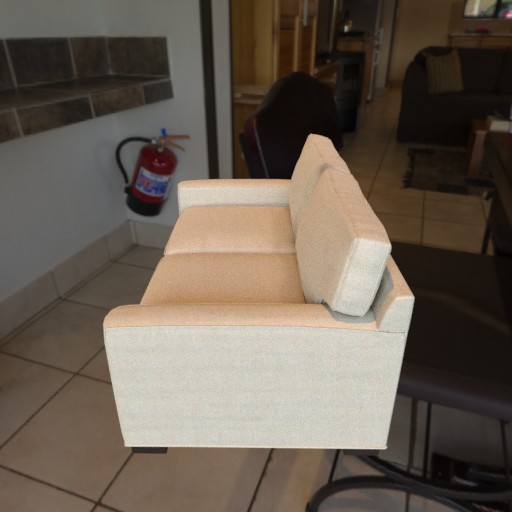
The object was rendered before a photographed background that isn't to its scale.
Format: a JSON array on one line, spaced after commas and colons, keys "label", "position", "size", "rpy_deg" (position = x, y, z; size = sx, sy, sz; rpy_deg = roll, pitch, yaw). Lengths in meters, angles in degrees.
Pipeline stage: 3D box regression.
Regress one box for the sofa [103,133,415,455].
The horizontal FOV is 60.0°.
[{"label": "sofa", "position": [0.000, 0.000, 2.044], "size": [0.942, 0.853, 1.484], "rpy_deg": [0, 27, 1]}]
